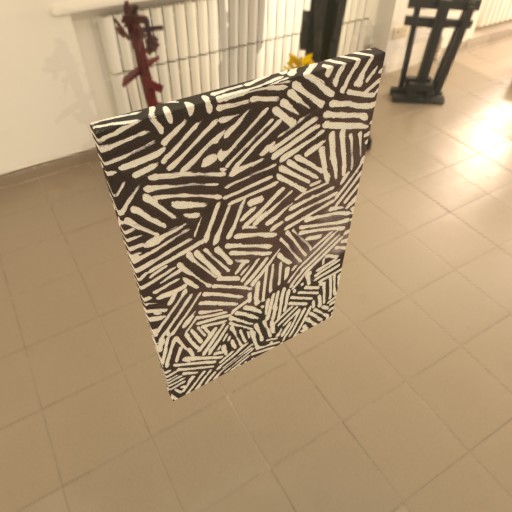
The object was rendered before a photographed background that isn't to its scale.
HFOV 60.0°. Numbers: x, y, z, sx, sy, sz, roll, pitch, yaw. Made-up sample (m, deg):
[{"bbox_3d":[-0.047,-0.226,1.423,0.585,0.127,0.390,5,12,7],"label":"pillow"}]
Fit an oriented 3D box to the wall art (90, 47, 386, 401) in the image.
[{"bbox_3d":[0.000,0.000,1.149,0.615,0.918,0.035,-24,50,-21],"label":"wall art"}]
